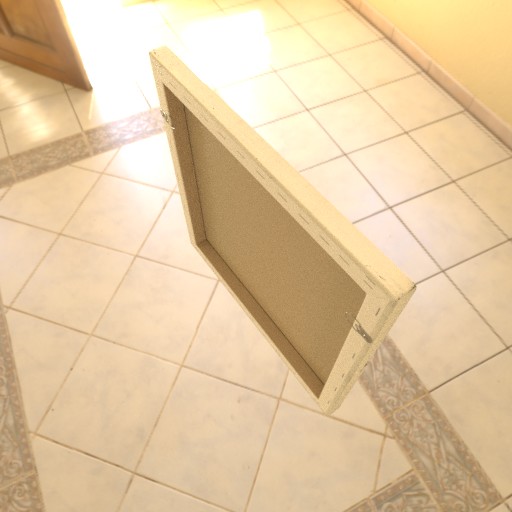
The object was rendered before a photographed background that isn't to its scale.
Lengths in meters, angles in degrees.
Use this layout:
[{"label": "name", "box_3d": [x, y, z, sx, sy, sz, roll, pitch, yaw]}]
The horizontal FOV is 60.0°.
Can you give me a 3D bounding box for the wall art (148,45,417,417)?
[{"label": "wall art", "box_3d": [0.000, 0.000, 0.916, 0.040, 0.611, 0.610, -32, 63, -18]}]
